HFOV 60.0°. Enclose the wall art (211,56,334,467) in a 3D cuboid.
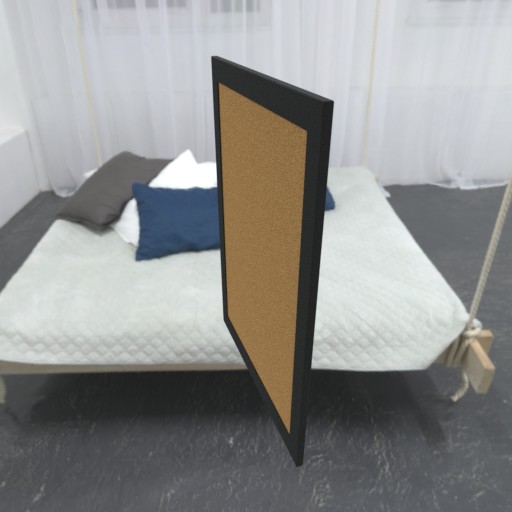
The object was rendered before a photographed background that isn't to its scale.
[{"bbox_3d":[0.000,0.000,0.684,0.012,0.529,0.374,-11,32,-18],"label":"wall art"}]
